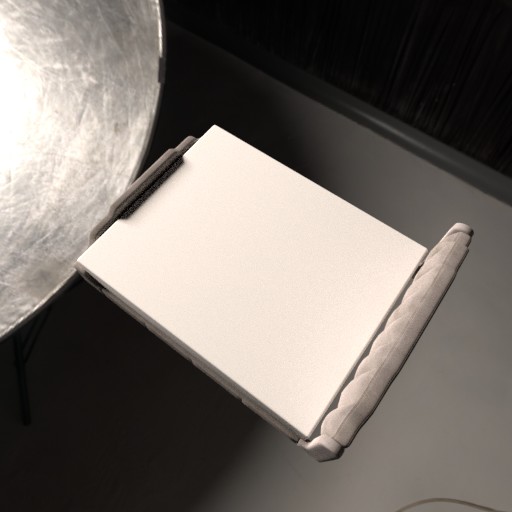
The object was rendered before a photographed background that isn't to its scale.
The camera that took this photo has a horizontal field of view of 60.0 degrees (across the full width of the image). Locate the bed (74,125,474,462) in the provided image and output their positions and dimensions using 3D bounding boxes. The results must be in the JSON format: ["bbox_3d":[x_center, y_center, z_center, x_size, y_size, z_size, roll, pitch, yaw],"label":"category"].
[{"bbox_3d":[0.000,0.000,3.246,2.340,1.245,1.676,34,68,15],"label":"bed"}]
